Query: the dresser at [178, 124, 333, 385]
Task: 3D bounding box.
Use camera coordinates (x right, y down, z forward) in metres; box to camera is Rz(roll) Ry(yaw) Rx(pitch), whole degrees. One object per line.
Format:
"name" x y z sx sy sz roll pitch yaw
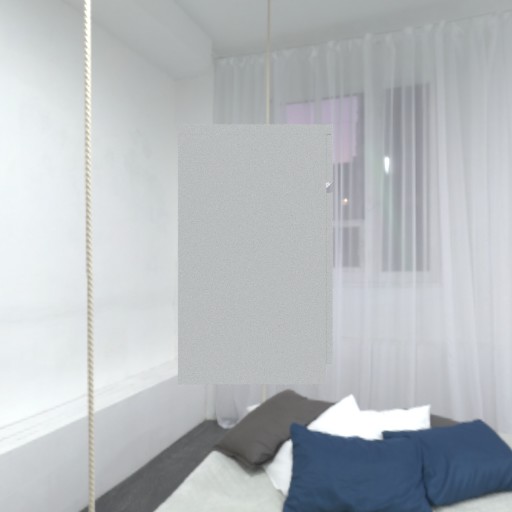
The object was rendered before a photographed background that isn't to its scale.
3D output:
"dresser" 0.000 0.000 2.531 0.500 0.840 2.200 0 0 0
